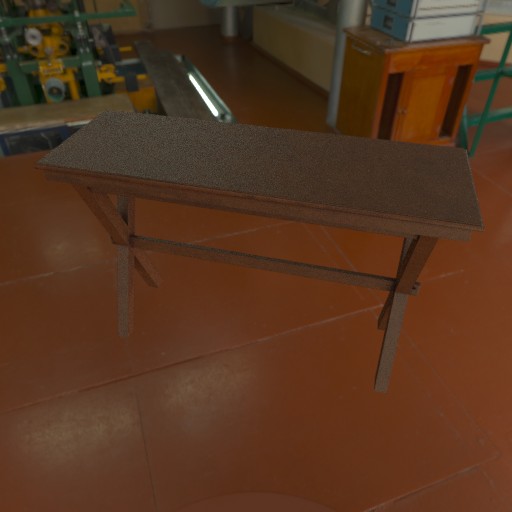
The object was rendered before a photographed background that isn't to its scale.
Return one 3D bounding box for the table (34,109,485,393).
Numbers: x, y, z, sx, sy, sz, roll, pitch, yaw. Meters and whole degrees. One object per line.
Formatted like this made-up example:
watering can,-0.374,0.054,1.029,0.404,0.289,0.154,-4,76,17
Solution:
table,0.000,0.000,1.529,1.197,0.763,0.399,9,41,11
